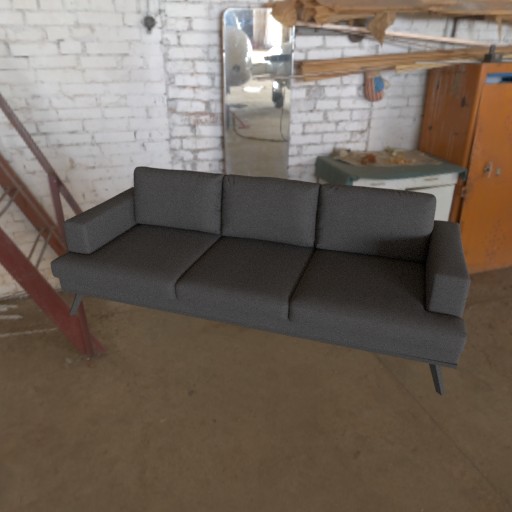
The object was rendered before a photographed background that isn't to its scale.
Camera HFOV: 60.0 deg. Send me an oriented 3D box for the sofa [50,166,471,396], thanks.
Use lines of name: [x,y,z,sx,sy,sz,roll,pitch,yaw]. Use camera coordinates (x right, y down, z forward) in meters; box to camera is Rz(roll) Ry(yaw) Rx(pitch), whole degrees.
sofa: [0.000,0.000,2.689,2.310,0.810,0.920,8,27,17]
